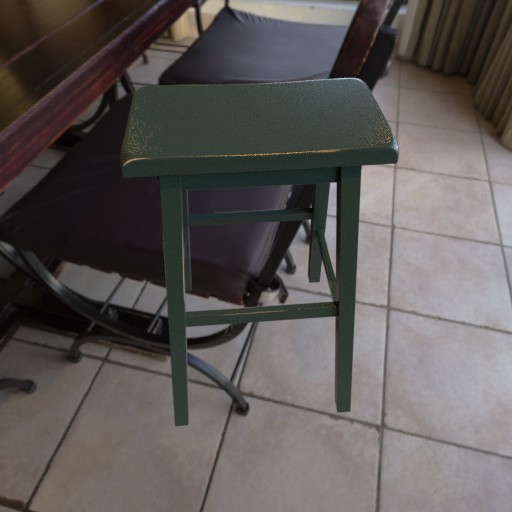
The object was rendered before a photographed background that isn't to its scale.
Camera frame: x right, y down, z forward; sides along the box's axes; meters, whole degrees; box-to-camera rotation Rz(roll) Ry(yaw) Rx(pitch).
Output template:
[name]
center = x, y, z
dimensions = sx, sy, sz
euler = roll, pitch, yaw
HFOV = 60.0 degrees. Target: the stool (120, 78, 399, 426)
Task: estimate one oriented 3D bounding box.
[stool]
center = 0.000, 0.000, 1.044
dimensions = 0.457, 0.737, 0.476
euler = -4, 47, -3
